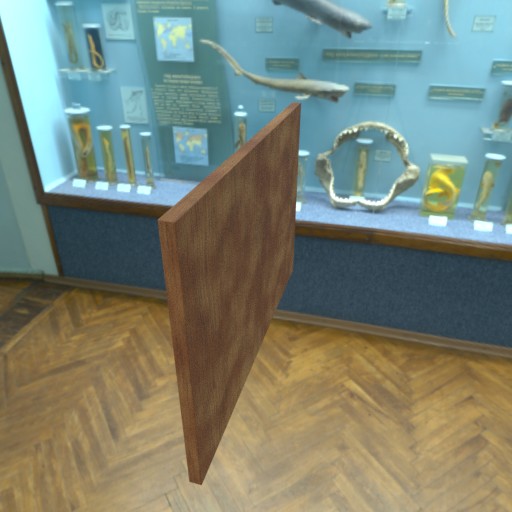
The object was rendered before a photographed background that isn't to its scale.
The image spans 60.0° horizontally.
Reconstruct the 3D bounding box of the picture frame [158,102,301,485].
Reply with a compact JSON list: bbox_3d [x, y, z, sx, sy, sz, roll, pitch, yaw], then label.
[{"bbox_3d":[0.000,0.000,1.218,0.029,0.640,0.950,8,31,14],"label":"picture frame"}]
